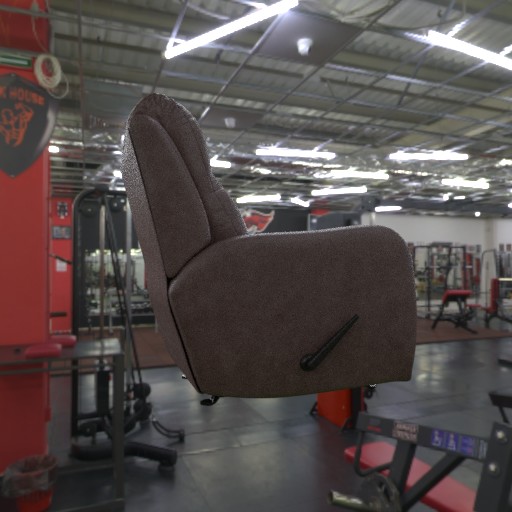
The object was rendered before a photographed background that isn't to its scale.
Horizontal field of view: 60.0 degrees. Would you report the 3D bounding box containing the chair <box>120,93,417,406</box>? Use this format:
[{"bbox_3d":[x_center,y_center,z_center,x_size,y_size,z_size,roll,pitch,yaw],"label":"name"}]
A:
[{"bbox_3d":[0.000,0.000,1.847,1.067,1.067,0.865,0,-1,-19],"label":"chair"}]
